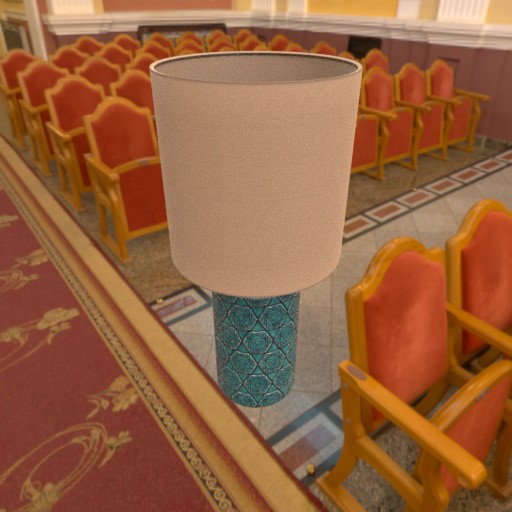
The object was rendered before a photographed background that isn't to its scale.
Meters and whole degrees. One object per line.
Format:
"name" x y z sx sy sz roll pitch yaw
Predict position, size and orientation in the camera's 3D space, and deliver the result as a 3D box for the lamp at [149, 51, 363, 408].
"lamp" 0.000 0.000 0.743 0.278 0.597 0.278 -21 37 -31
